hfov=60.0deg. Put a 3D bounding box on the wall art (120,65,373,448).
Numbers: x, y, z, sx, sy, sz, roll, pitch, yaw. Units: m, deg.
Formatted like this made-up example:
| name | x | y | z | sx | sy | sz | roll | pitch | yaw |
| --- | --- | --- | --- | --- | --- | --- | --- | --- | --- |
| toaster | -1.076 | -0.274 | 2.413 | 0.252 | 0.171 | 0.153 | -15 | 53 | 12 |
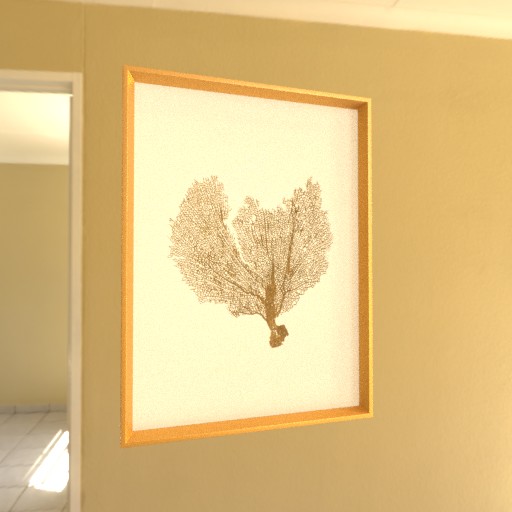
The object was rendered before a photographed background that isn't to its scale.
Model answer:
| name | x | y | z | sx | sy | sz | roll | pitch | yaw |
| --- | --- | --- | --- | --- | --- | --- | --- | --- | --- |
| wall art | 0.000 | 0.000 | 1.050 | 0.610 | 0.812 | 0.038 | 0 | -1 | -18 |
